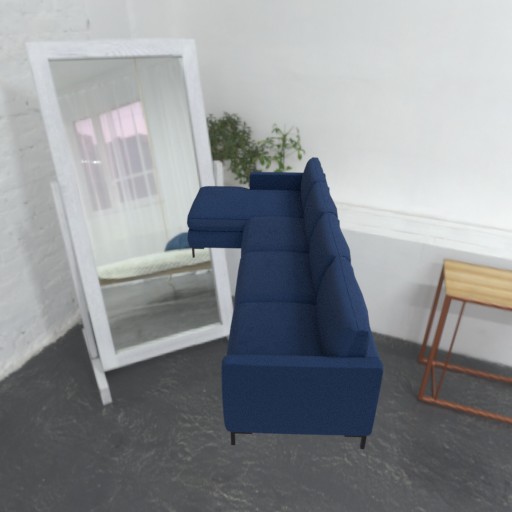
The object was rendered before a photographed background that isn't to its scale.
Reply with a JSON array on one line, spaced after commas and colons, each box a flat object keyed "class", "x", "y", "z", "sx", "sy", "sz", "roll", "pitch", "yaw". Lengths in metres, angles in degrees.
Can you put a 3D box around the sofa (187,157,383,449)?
[{"class": "sofa", "x": 0.000, "y": 0.000, "z": 2.922, "sx": 1.128, "sy": 0.679, "sz": 2.450, "roll": 1, "pitch": 29, "yaw": 2}]
